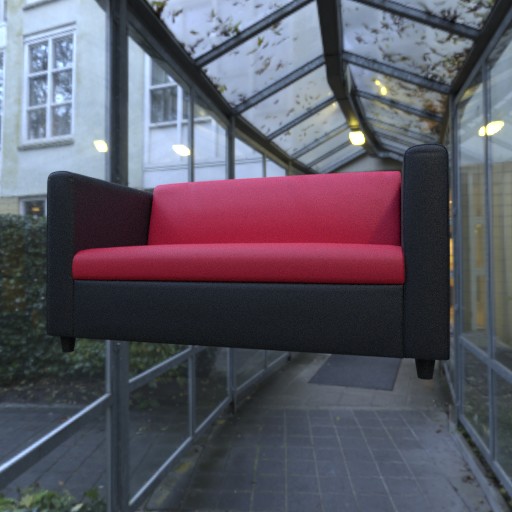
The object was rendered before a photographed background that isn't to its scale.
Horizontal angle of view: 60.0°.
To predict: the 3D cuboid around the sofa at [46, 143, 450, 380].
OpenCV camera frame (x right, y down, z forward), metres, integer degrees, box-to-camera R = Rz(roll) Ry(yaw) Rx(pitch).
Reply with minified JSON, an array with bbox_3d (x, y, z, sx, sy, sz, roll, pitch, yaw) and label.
[{"bbox_3d":[0.000,0.000,1.857,1.410,0.735,0.845,0,-1,17],"label":"sofa"}]
